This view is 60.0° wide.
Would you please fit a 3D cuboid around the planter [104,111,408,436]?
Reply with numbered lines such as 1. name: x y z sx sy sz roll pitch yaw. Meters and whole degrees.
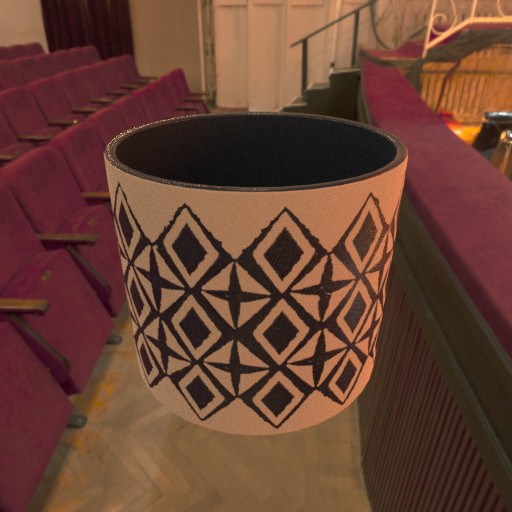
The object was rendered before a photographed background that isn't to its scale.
1. planter: 0.000 0.000 0.274 0.159 0.144 0.159 0 29 0
